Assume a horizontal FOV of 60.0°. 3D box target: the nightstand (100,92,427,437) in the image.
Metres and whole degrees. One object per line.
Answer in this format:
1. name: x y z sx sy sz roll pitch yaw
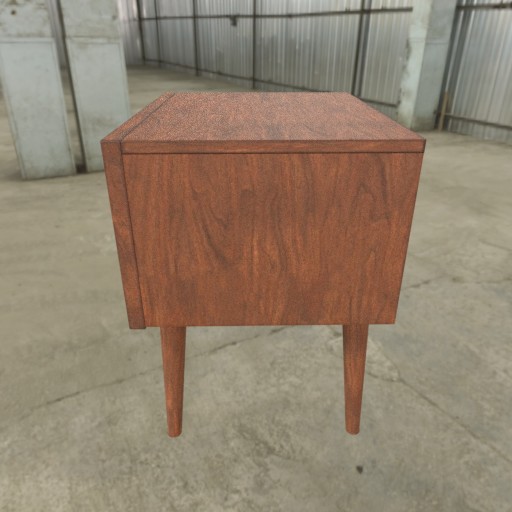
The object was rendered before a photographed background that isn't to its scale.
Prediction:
1. nightstand: 0.000 0.000 0.955 0.445 0.607 0.521 0 27 -1
